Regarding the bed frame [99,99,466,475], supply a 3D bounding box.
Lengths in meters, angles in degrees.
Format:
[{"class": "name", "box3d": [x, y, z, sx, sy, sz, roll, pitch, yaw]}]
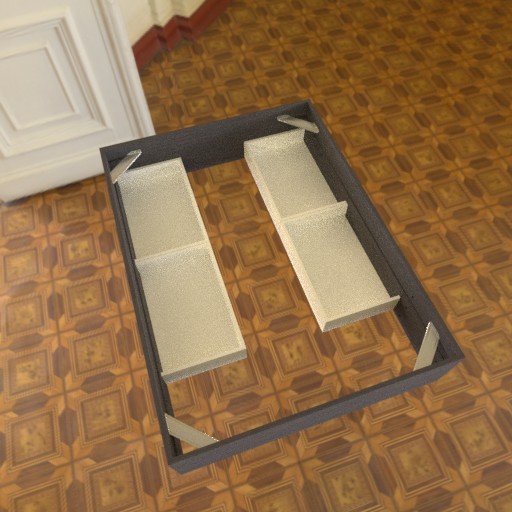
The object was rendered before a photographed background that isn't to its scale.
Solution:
[{"class": "bed frame", "box3d": [0.000, 0.000, 2.635, 1.448, 0.459, 1.944, -16, 60, -10]}]
